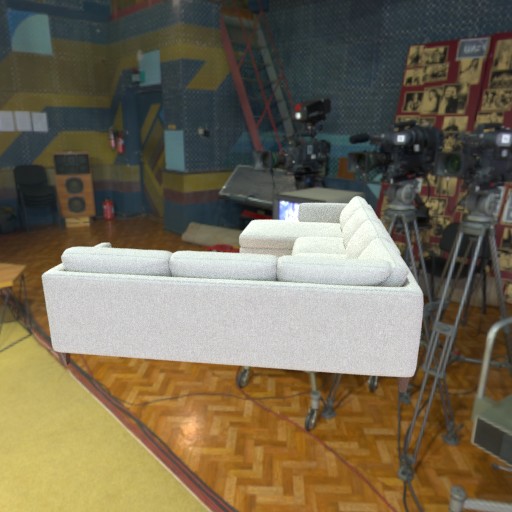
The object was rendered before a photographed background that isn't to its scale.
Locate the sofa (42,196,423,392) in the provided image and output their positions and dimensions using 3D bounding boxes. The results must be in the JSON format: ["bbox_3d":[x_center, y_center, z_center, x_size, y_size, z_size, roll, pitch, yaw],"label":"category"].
[{"bbox_3d":[0.000,0.000,4.431,2.551,0.853,3.238,2,16,8],"label":"sofa"}]
